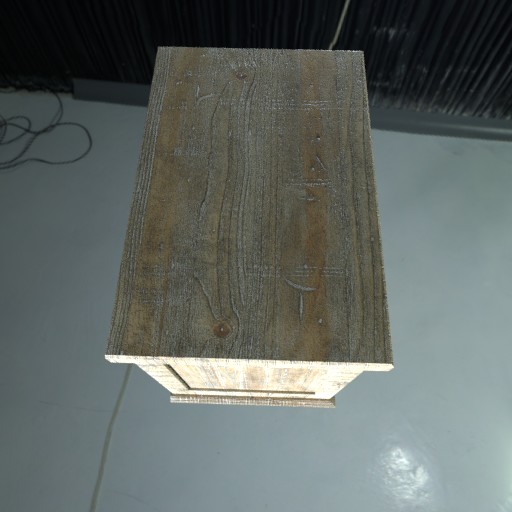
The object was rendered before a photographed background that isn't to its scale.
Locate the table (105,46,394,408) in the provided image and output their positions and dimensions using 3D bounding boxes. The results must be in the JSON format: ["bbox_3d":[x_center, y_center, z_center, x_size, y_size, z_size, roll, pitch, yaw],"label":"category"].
[{"bbox_3d":[0.000,0.000,1.147,0.457,0.711,0.686,2,65,1],"label":"table"}]
